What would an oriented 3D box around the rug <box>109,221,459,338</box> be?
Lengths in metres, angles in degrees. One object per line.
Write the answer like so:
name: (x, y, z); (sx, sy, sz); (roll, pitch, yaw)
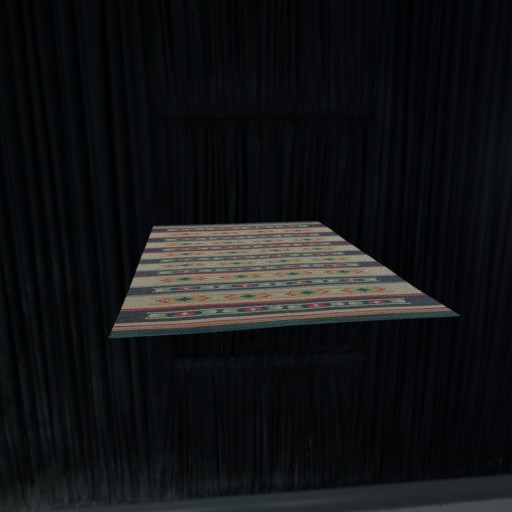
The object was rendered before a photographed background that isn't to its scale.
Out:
rug: (0.000, 0.000, 2.973); (1.522, 0.010, 2.311); (-2, 15, -8)
